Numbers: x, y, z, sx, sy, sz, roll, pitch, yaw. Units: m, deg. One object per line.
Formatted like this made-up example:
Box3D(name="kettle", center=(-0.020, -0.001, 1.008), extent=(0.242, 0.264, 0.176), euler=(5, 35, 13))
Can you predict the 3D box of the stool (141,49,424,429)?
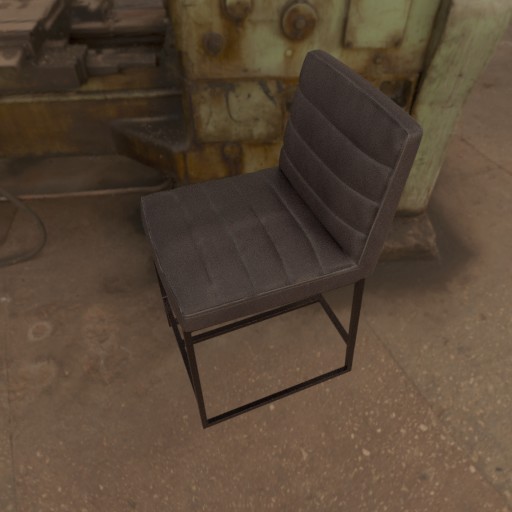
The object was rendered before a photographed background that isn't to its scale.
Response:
Box3D(name="stool", center=(0.000, 0.000, 1.270), extent=(0.562, 0.946, 0.463), euler=(-17, 48, -15))
